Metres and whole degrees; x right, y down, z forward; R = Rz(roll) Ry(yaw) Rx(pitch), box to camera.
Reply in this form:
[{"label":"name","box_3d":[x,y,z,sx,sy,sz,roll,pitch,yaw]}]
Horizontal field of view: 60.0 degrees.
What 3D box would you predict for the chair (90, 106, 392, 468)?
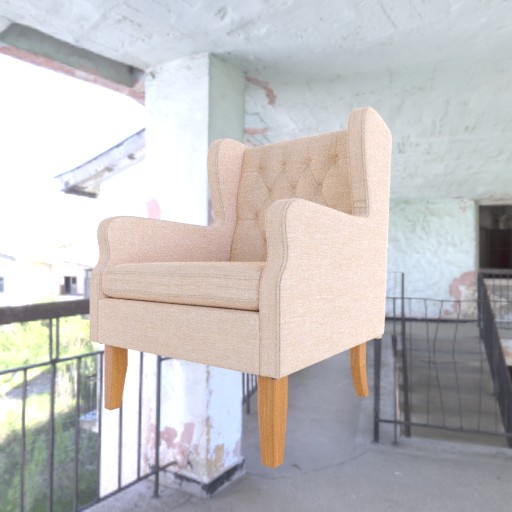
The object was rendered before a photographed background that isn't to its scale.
[{"label":"chair","box_3d":[0.000,0.000,1.434,0.710,0.930,0.760,0,0,38]}]
